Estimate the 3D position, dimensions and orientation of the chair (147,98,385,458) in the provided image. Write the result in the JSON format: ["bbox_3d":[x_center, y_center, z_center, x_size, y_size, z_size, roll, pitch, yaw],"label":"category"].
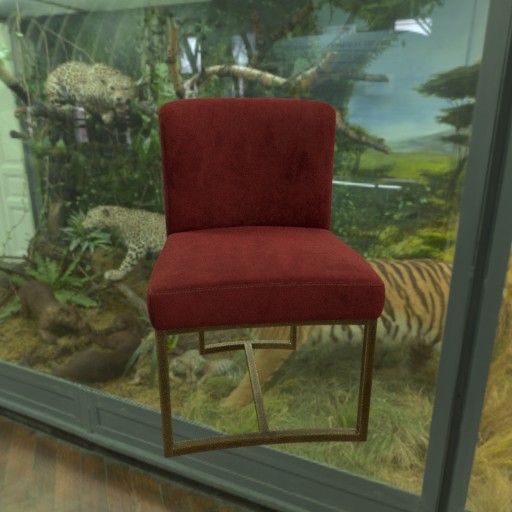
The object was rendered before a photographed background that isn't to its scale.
[{"bbox_3d":[0.000,0.000,1.196,0.530,0.824,0.560,-2,17,-6],"label":"chair"}]
